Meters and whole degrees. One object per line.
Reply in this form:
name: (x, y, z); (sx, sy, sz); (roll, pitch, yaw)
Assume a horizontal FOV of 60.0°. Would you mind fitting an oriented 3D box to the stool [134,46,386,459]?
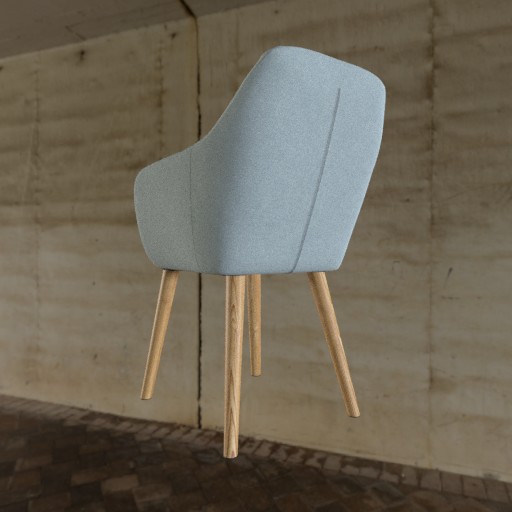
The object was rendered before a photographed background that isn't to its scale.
stool: (0.000, 0.000, 1.161); (0.503, 0.830, 0.590); (-1, 1, -36)
